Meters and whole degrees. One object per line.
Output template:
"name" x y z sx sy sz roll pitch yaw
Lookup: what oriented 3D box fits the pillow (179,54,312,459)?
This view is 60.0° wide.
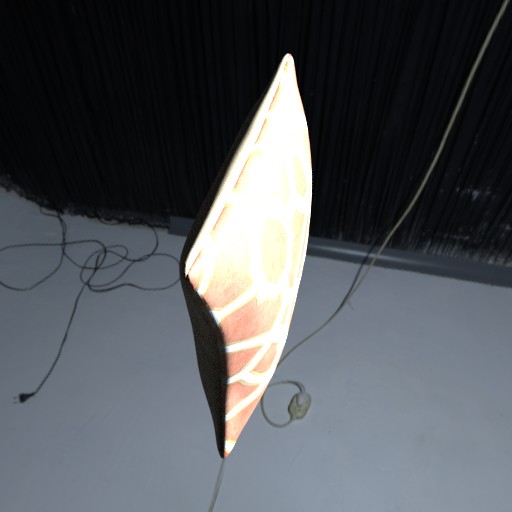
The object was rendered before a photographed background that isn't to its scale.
"pillow" 0.000 0.000 0.807 0.166 0.508 0.552 10 47 9
